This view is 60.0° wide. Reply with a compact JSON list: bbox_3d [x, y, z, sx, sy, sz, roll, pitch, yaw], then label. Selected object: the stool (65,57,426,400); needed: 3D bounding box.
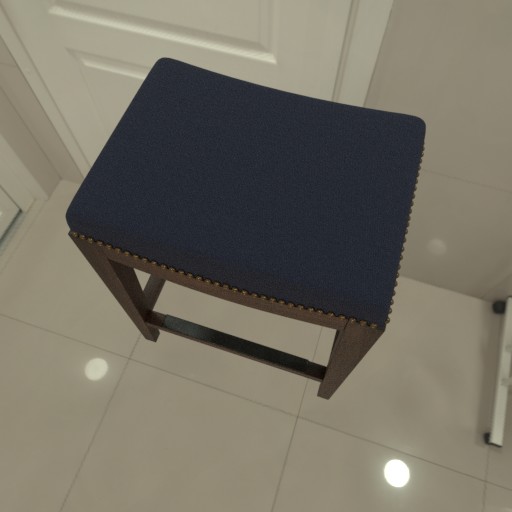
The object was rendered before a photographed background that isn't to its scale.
[{"bbox_3d":[0.000,0.000,0.938,0.500,0.642,0.361,16,65,8],"label":"stool"}]
